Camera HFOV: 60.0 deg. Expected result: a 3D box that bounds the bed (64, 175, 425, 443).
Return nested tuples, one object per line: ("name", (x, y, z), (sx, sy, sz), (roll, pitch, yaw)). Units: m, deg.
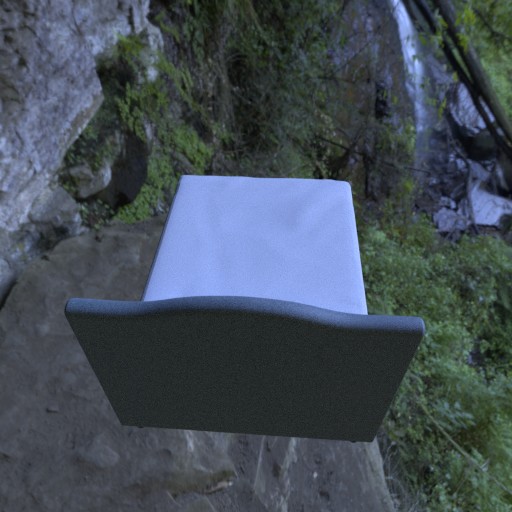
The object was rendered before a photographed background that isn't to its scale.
("bed", (0.000, 0.000, 3.300), (1.753, 1.460, 2.143), (3, 46, 3))
